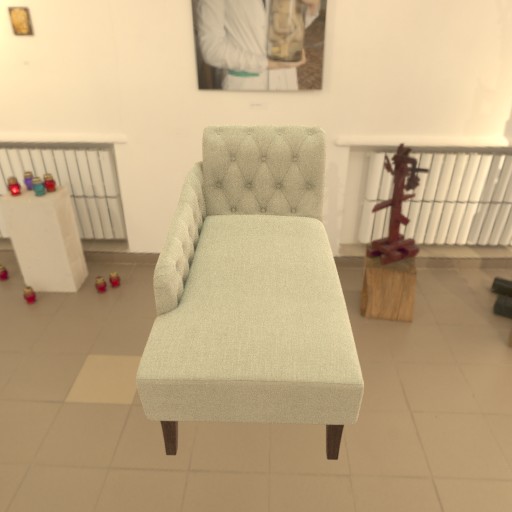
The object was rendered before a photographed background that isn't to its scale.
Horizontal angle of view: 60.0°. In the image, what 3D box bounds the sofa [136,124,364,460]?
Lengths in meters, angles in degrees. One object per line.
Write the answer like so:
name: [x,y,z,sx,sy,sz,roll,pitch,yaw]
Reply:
sofa: [0.000,0.000,1.853,0.675,0.787,1.379,1,30,2]
